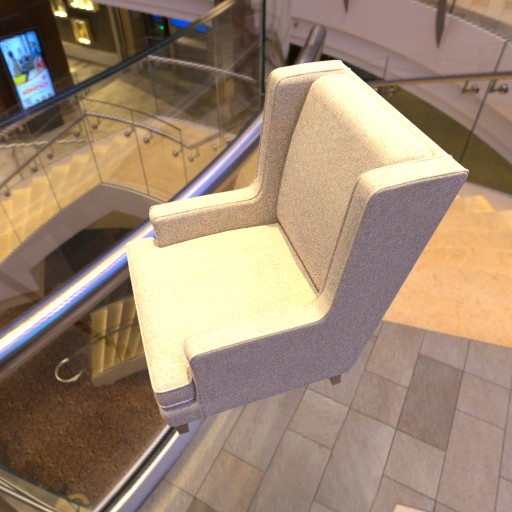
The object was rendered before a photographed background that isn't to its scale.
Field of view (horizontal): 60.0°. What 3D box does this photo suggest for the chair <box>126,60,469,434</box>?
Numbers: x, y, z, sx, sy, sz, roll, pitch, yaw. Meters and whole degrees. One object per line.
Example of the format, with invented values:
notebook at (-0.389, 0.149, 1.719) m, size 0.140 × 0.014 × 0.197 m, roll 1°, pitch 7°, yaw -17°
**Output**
chair at (0.000, 0.000, 1.682) m, size 0.948 × 1.082 × 0.764 m, roll -14°, pitch 47°, yaw -13°
